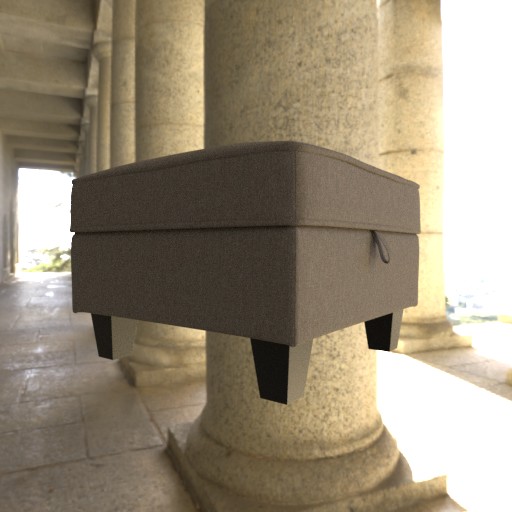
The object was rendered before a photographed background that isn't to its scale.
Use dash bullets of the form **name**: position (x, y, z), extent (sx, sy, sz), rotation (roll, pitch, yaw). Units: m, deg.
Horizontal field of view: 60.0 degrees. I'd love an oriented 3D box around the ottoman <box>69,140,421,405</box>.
- **ottoman**: position (0.000, 0.000, 1.397), extent (0.871, 0.612, 0.808), rotation (1, 1, 37)
